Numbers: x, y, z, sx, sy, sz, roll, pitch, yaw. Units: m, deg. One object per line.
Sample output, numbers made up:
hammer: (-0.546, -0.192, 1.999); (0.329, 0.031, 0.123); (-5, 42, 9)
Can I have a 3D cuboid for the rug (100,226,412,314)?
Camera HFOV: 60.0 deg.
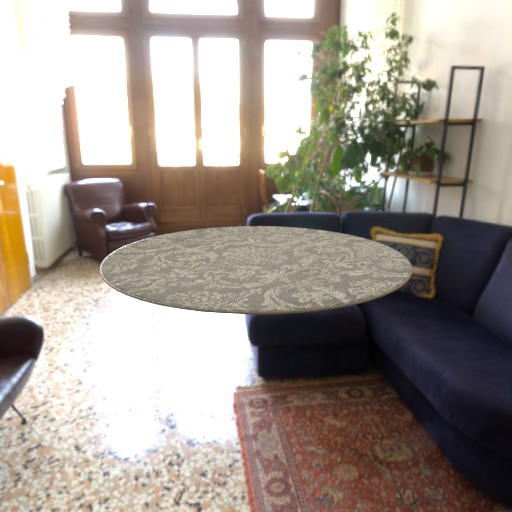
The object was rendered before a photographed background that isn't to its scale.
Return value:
rug: (0.000, 0.000, 2.383); (1.593, 0.012, 1.593); (0, 15, 0)
